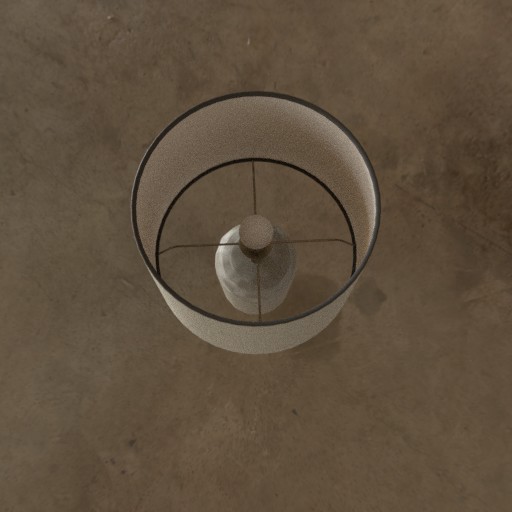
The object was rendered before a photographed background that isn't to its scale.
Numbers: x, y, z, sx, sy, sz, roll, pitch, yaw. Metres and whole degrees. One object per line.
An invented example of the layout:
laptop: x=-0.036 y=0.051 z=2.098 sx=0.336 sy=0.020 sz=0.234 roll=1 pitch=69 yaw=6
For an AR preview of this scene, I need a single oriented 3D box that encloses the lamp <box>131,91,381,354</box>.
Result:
lamp: x=0.000 y=0.000 z=0.862 sx=0.376 sy=0.594 sz=0.376 roll=0 pitch=76 yaw=0
